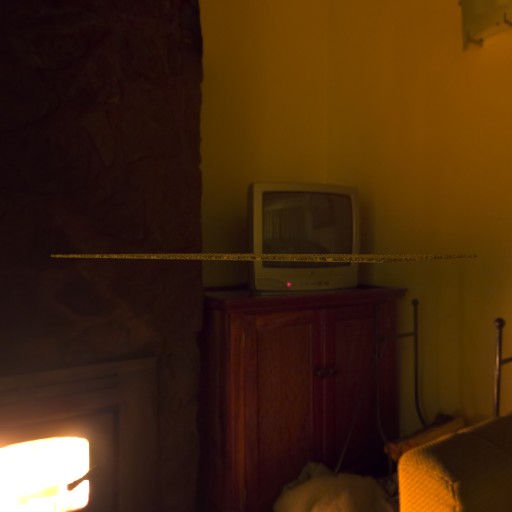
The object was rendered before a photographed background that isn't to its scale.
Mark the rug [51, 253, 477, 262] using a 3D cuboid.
[{"bbox_3d":[0.000,0.000,2.241,1.808,0.011,1.189,1,1,37],"label":"rug"}]
